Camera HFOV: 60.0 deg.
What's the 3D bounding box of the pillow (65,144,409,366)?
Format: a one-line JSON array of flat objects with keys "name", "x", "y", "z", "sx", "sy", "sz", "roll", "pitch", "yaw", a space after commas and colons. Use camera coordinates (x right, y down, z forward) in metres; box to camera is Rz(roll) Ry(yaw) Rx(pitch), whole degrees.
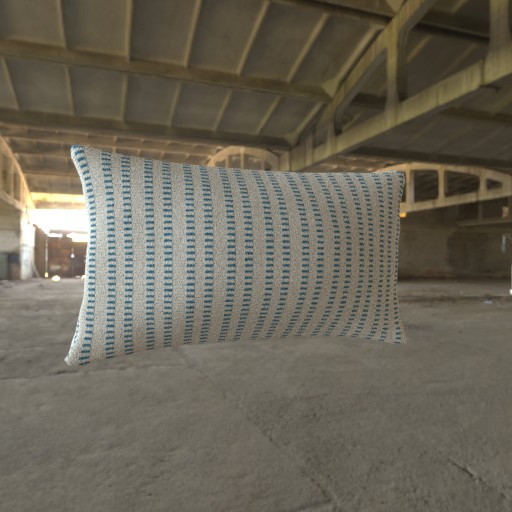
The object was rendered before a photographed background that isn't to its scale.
[{"name": "pillow", "x": 0.000, "y": 0.000, "z": 0.810, "sx": 0.640, "sy": 0.353, "sz": 0.210, "roll": 0, "pitch": -1, "yaw": -19}]
